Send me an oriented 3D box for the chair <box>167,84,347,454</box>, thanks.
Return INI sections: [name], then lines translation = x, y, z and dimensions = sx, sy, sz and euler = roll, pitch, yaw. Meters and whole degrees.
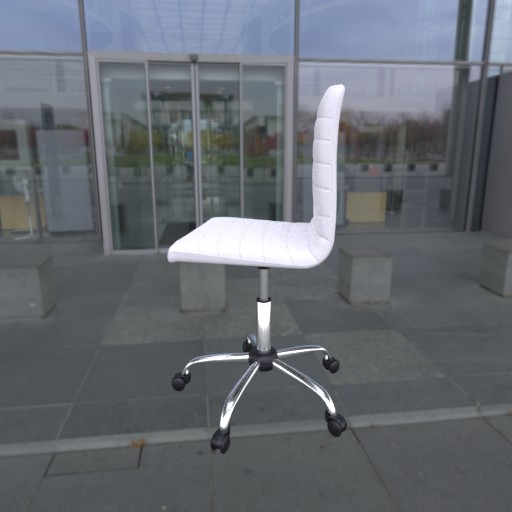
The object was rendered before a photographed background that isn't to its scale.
[chair]
translation = 0.000, 0.000, 1.086
dimensions = 0.455, 0.750, 0.520
euler = 2, 14, 7
